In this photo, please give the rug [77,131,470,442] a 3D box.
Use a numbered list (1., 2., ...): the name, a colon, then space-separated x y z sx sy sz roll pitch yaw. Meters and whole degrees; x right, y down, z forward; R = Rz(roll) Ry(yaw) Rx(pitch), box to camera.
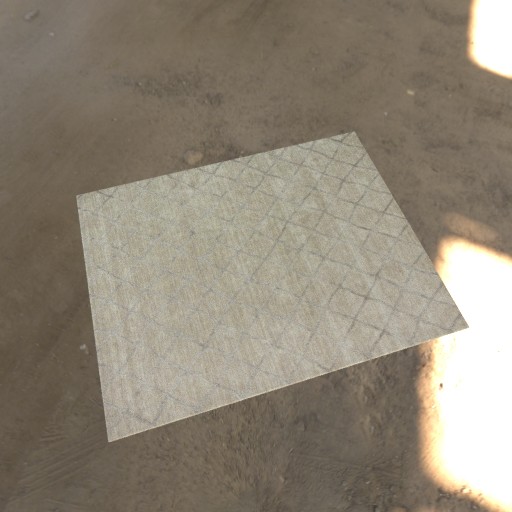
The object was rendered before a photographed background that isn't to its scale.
1. rug: 0.000 0.000 4.106 3.038 0.019 2.420 -15 60 -9
